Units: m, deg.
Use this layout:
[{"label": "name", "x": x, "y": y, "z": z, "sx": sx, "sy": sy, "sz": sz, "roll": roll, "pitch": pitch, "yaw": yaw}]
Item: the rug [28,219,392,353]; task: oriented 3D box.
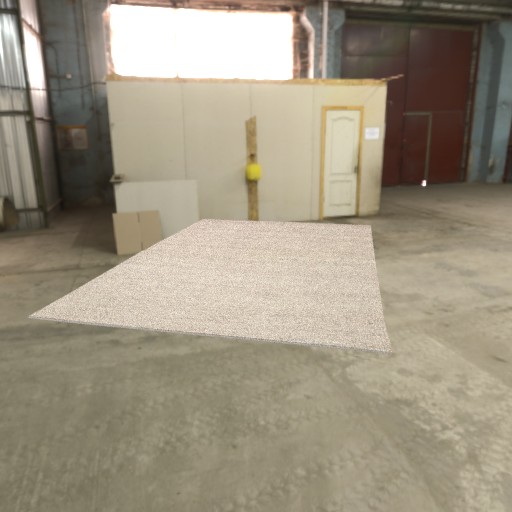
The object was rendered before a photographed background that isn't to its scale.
[{"label": "rug", "x": 0.000, "y": 0.000, "z": 2.177, "sx": 1.154, "sy": 0.021, "sz": 1.792, "roll": 3, "pitch": 16, "yaw": 12}]
